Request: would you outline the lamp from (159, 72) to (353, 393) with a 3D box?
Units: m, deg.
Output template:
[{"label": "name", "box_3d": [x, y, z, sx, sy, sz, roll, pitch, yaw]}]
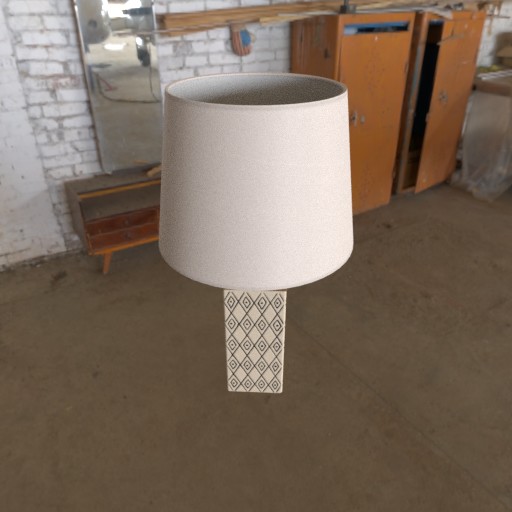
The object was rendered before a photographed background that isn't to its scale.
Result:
[{"label": "lamp", "box_3d": [0.000, 0.000, 0.599, 0.251, 0.435, 0.251, 0, 31, 0]}]
